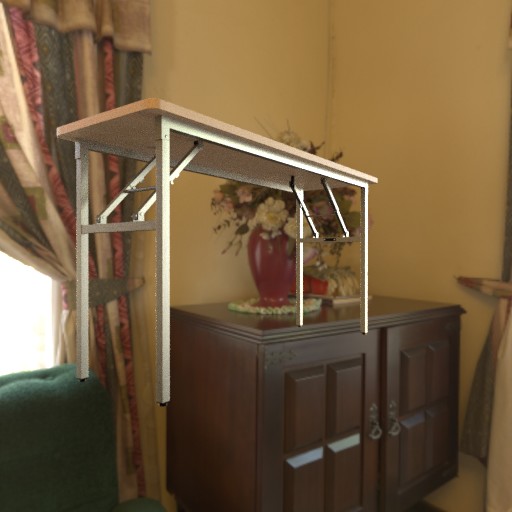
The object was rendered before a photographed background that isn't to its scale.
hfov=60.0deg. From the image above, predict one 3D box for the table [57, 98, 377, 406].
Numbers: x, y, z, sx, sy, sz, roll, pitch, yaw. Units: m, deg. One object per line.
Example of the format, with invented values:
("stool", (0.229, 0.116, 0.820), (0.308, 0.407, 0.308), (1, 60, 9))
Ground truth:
("table", (0.000, 0.000, 1.728), (0.446, 0.750, 1.397), (0, 0, 37))
